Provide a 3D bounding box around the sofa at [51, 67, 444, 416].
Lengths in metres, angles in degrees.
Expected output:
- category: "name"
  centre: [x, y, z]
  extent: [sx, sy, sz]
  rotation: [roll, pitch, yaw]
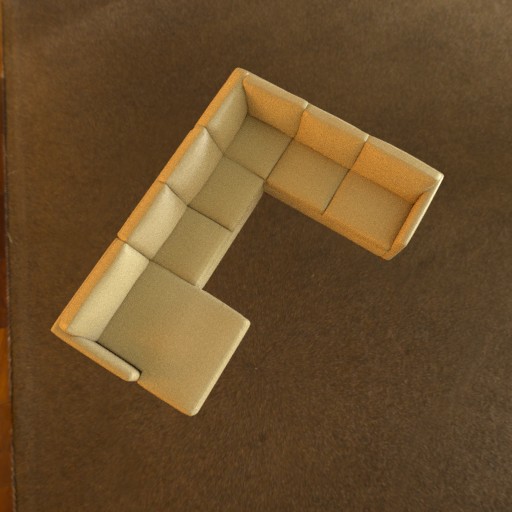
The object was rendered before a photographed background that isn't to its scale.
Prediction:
- category: "sofa"
  centre: [0.000, 0.000, 4.682]
  extent: [2.594, 0.961, 3.460]
  rotation: [30, 78, 7]
